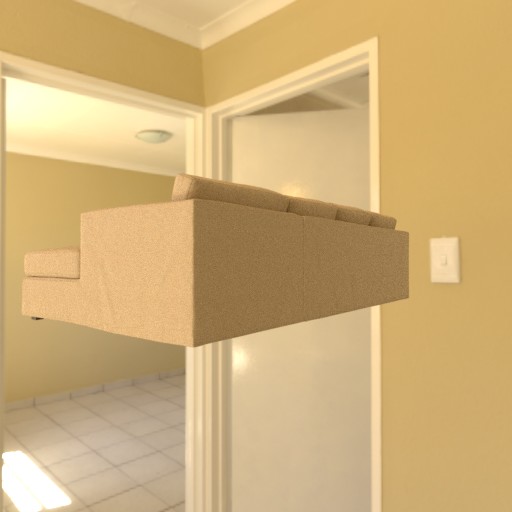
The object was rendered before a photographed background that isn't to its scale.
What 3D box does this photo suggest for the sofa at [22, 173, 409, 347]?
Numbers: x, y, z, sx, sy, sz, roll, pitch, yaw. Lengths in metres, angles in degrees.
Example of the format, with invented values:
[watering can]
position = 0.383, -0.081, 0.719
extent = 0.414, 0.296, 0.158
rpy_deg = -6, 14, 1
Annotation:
[sofa]
position = 0.000, 0.000, 3.790
extent = 1.622, 0.867, 3.177
rpy_deg = 0, 0, 36
